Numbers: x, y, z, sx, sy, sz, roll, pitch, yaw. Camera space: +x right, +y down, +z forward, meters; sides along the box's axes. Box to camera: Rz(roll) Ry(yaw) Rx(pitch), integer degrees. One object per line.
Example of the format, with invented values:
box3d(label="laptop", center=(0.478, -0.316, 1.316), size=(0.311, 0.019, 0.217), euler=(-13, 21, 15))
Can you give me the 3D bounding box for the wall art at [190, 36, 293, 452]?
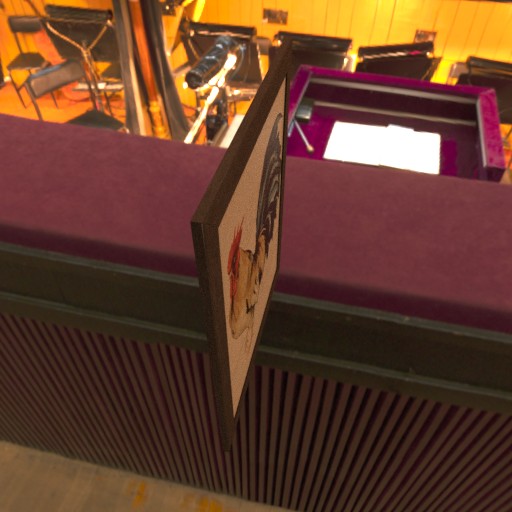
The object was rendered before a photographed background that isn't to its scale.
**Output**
box3d(label="wall art", center=(0.000, 0.000, 0.779), size=(0.013, 0.570, 0.476), euler=(10, 47, 9))
